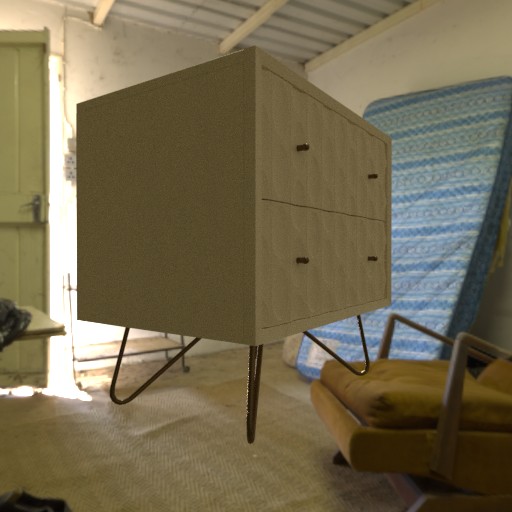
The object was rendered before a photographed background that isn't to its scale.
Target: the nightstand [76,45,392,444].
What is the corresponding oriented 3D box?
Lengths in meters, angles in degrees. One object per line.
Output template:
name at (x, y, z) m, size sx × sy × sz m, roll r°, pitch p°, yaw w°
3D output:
nightstand at (0.000, 0.000, 1.005) m, size 0.447 × 0.604 × 0.614 m, roll 0°, pitch 0°, yaw 35°
